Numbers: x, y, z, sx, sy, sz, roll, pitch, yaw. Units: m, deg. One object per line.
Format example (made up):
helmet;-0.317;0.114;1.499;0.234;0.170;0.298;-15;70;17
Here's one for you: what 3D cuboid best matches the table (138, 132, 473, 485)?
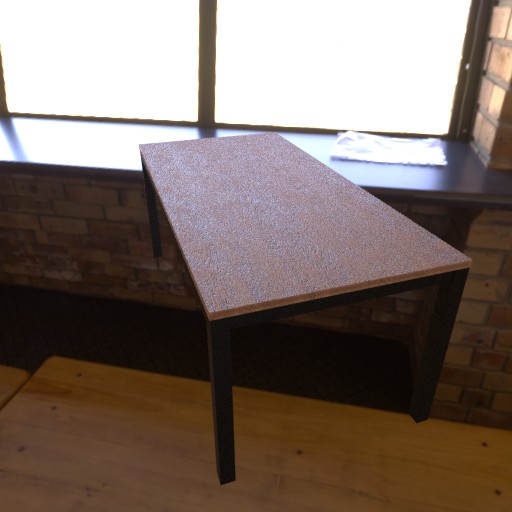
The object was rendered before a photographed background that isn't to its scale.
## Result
table;0.000;0.000;2.269;0.893;0.767;1.805;-10;31;-16
